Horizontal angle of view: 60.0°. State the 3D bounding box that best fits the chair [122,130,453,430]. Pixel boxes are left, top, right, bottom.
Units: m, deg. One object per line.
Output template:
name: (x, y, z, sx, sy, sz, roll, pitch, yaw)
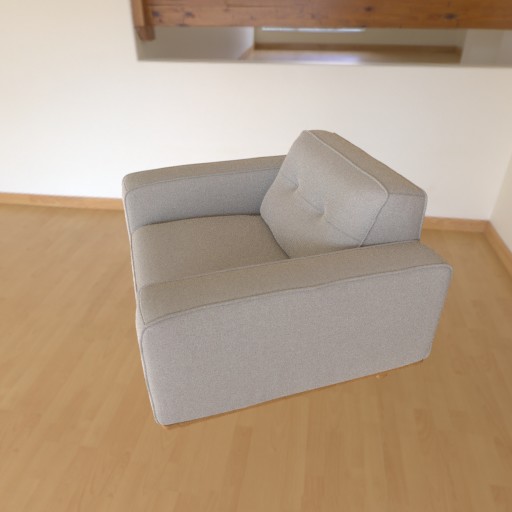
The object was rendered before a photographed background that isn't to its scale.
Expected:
chair: (0.000, 0.000, 1.749, 0.953, 0.779, 1.115, -9, 33, -14)
